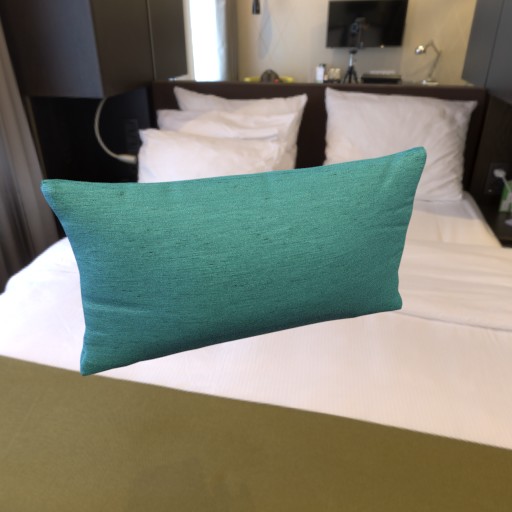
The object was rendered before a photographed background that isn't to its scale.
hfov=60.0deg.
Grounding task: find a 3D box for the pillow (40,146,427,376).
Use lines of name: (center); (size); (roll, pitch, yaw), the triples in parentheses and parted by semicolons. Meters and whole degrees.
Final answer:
pillow: (0.000, 0.000, 0.774); (0.633, 0.338, 0.210); (-9, 28, -17)
